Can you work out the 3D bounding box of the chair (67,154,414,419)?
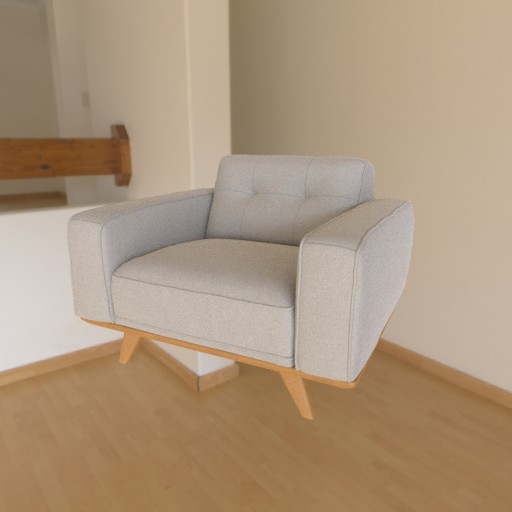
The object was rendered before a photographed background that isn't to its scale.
[{"bbox_3d":[0.000,0.000,1.805,1.115,0.779,0.953,8,17,26],"label":"chair"}]
